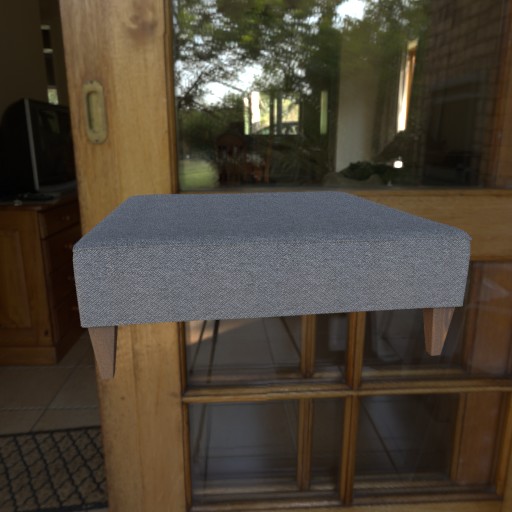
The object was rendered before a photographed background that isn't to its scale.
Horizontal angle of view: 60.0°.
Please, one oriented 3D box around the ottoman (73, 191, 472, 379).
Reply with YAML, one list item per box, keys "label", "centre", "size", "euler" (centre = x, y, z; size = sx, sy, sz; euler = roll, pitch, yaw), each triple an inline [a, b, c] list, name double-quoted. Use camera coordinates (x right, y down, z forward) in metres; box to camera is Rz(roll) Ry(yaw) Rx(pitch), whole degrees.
- label: "ottoman"
  centre: [0.000, 0.000, 1.543]
  size: [0.981, 0.378, 0.970]
  euler: [-2, 14, -8]
